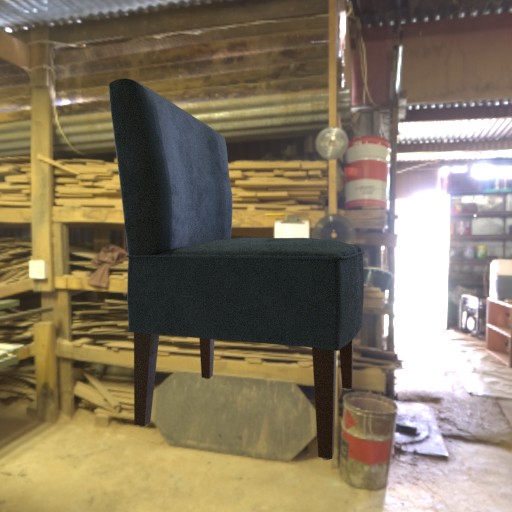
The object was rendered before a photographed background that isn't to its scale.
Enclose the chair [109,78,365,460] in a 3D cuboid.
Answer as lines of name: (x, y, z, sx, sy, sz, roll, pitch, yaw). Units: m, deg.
chair: (0.000, 0.000, 1.160, 0.551, 0.806, 0.521, 1, 2, 17)
